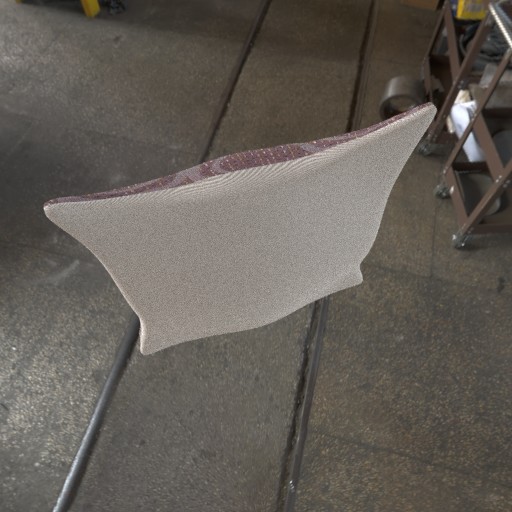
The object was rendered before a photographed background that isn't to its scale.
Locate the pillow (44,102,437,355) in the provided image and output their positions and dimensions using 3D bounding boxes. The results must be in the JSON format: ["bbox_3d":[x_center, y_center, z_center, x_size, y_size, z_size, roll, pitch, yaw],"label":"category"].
[{"bbox_3d":[0.000,0.000,0.765,0.514,0.513,0.163,-17,61,-10],"label":"pillow"}]
